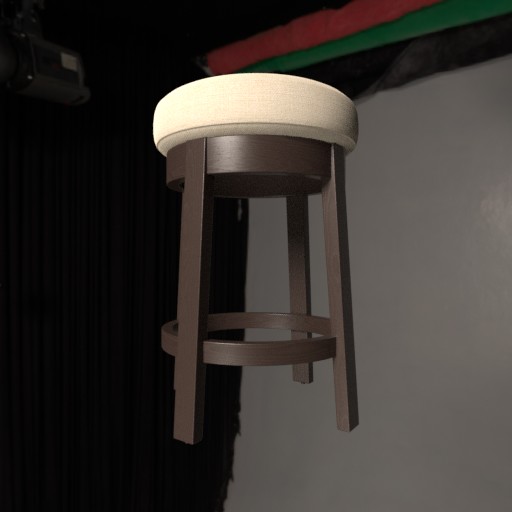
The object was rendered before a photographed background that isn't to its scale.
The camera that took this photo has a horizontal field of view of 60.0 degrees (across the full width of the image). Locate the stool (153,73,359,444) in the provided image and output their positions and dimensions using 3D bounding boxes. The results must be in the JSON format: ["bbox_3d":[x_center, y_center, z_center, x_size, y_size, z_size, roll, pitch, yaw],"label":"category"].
[{"bbox_3d":[0.000,0.000,0.955,0.449,0.655,0.449,0,1,0],"label":"stool"}]
